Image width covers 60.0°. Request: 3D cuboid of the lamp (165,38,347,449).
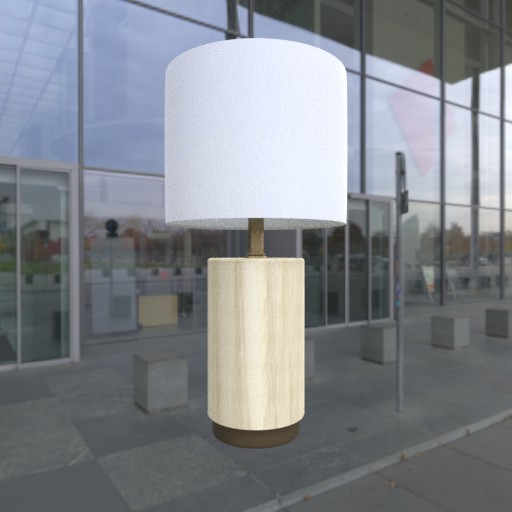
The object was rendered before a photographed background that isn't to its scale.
[{"bbox_3d":[0.000,0.000,0.565,0.228,0.444,0.228,0,0,-19],"label":"lamp"}]
